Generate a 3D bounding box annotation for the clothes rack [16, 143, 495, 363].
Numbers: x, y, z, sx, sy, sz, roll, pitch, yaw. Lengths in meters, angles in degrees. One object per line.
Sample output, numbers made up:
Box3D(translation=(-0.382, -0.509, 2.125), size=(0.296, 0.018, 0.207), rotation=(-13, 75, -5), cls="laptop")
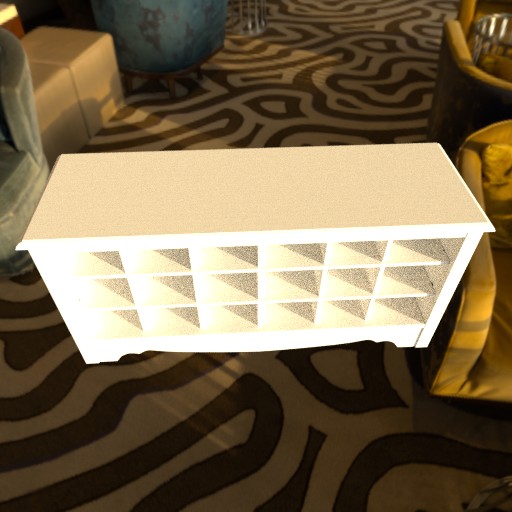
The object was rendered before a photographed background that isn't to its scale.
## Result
Box3D(translation=(0.000, 0.000, 1.452), size=(1.218, 0.558, 0.405), rotation=(-2, 45, -2), cls="clothes rack")
